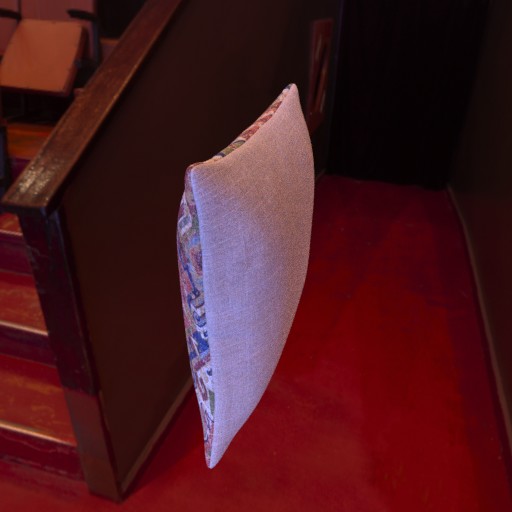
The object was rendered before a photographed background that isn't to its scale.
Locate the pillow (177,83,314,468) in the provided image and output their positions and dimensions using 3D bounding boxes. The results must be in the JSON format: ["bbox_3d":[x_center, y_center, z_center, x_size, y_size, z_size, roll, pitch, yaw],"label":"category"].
[{"bbox_3d":[0.000,0.000,0.793,0.166,0.506,0.523,8,32,14],"label":"pillow"}]
